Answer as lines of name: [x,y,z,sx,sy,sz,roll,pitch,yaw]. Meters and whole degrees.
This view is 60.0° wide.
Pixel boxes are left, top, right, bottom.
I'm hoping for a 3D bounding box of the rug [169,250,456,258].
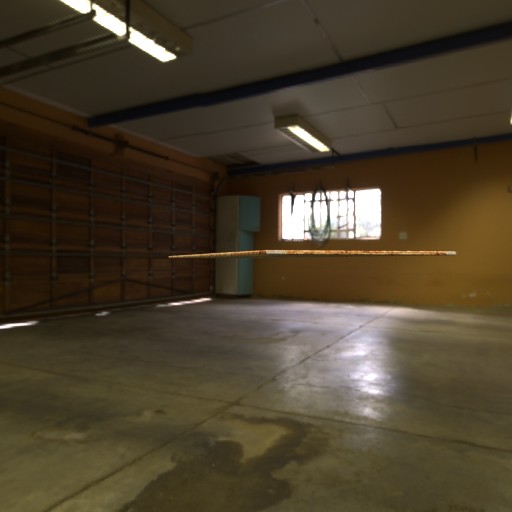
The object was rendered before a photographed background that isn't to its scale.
rug: [0.000,0.000,2.433,0.680,0.014,2.237,0,-1,-18]
